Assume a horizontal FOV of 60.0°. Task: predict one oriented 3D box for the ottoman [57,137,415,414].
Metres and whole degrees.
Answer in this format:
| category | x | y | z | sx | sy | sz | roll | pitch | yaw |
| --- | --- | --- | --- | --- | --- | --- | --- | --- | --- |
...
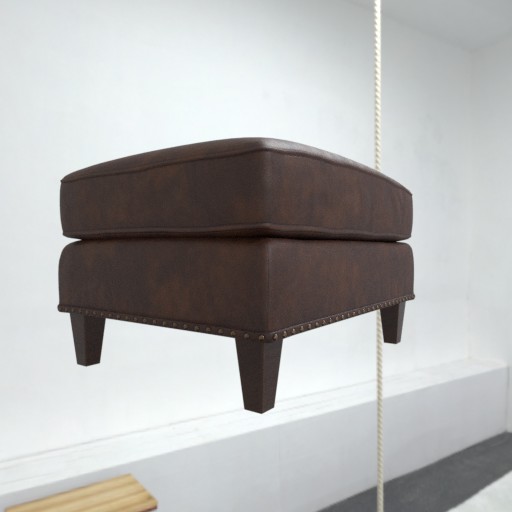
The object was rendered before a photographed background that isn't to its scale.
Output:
| category | x | y | z | sx | sy | sz | roll | pitch | yaw |
| --- | --- | --- | --- | --- | --- | --- | --- | --- | --- |
| ottoman | 0.000 | 0.000 | 1.117 | 0.586 | 0.486 | 0.742 | 1 | 1 | 36 |
